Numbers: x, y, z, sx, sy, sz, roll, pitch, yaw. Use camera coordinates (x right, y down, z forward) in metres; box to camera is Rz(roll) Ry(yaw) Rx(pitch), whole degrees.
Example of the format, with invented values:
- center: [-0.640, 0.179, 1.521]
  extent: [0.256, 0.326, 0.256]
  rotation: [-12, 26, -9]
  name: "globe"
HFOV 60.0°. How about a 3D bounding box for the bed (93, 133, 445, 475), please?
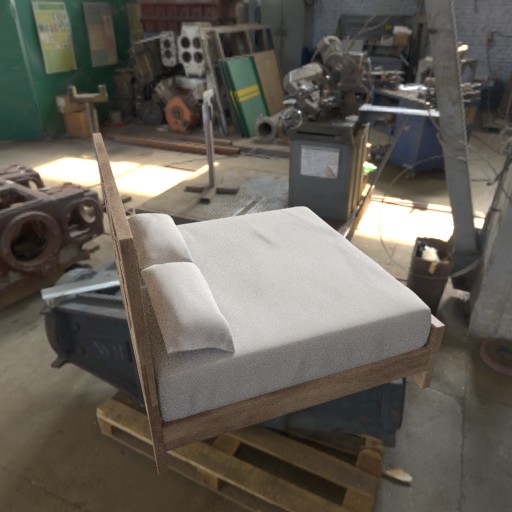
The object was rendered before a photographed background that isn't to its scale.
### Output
- center: [0.000, 0.000, 3.477]
  extent: [2.062, 1.626, 2.032]
  rotation: [-11, 31, -18]
  name: "bed"
